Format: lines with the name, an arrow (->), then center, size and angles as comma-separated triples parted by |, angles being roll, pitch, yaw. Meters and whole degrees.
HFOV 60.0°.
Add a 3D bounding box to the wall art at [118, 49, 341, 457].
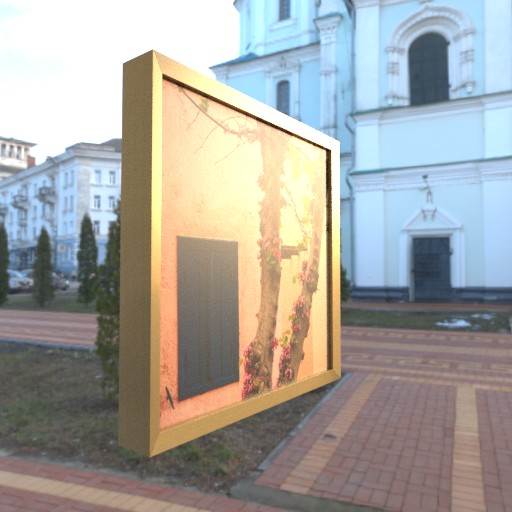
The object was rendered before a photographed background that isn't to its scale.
wall art -> 0.000, 0.000, 0.462 | 0.038, 0.305, 0.304 | -2, -2, 38
